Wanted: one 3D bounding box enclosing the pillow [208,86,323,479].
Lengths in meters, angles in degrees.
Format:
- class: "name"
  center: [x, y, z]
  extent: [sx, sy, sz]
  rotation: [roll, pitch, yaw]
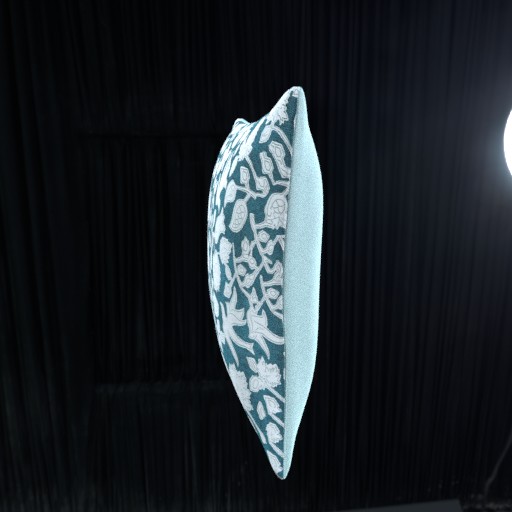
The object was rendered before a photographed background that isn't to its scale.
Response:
- class: "pillow"
  center: [0.000, 0.000, 0.796]
  extent: [0.166, 0.508, 0.525]
  rotation: [-2, 14, -9]
